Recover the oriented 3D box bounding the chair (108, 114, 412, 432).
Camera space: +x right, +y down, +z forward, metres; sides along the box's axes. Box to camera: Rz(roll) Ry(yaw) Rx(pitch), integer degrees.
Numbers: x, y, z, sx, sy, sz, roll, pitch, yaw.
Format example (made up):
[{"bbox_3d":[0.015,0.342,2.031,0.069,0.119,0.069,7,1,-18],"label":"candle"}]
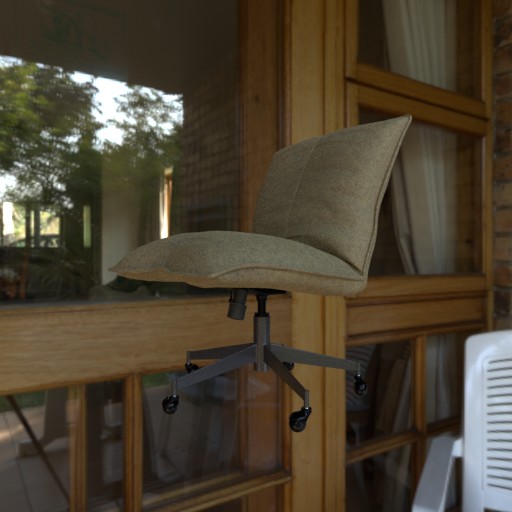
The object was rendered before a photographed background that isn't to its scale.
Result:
[{"bbox_3d":[0.000,0.000,1.293,0.696,0.811,0.597,0,0,-38],"label":"chair"}]
